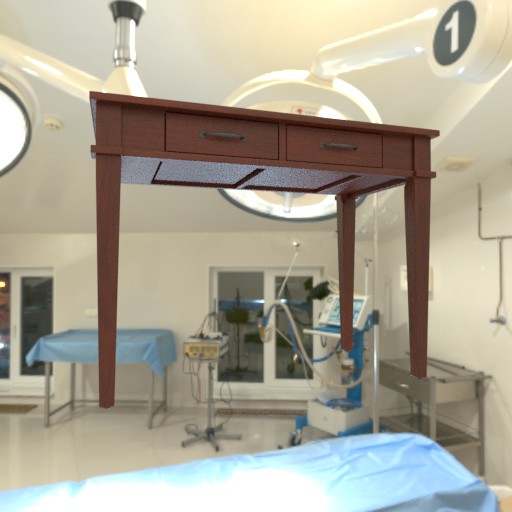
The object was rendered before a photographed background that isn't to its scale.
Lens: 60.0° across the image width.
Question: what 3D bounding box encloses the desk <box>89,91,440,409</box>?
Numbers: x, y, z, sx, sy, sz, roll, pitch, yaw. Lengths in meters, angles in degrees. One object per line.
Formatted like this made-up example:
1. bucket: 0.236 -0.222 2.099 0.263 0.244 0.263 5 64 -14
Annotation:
1. desk: 0.000 0.000 1.450 1.001 0.762 0.549 0 -1 -18
